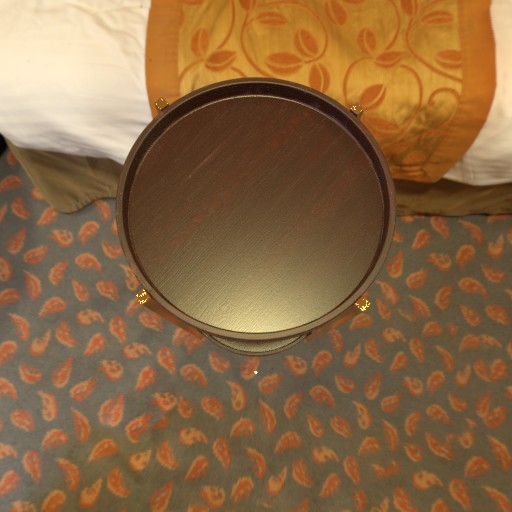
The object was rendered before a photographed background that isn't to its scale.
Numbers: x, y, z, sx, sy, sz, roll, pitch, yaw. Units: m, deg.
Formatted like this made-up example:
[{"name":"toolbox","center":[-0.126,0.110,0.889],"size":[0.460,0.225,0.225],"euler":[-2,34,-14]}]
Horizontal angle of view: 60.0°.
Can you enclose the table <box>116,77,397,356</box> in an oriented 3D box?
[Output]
[{"name":"table","center":[0.000,0.000,0.875],"size":[0.400,0.610,0.400],"euler":[-42,79,-10]}]
